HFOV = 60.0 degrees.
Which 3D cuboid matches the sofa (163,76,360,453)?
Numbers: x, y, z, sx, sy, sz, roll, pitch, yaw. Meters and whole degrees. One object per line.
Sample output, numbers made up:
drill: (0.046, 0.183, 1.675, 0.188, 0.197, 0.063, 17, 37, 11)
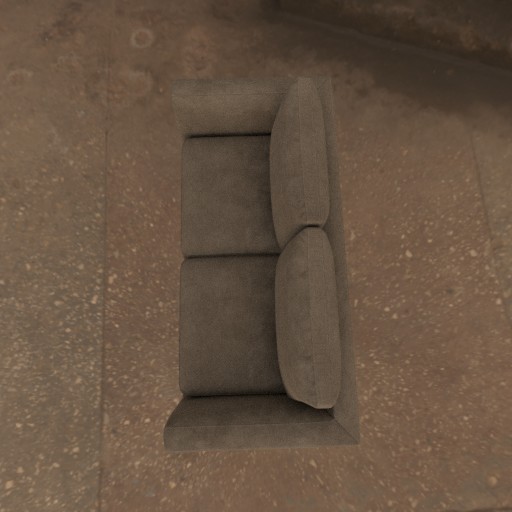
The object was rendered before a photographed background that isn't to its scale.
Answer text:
sofa: (0.000, 0.000, 2.341, 0.855, 1.013, 1.832, -2, 76, 0)
